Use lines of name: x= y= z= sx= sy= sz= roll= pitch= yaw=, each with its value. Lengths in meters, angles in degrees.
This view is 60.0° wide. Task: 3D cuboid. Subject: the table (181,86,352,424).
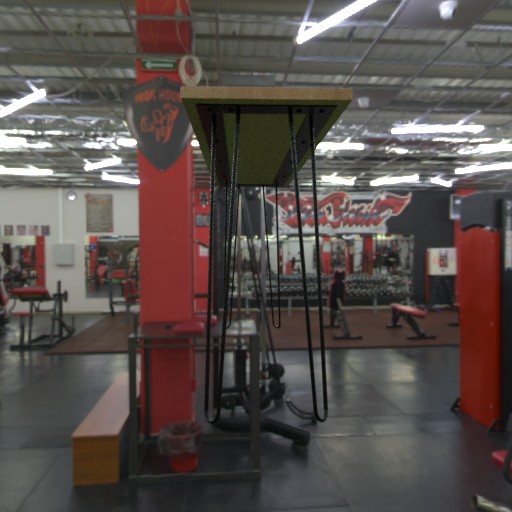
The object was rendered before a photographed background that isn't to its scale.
table: x=0.000 y=0.000 z=1.731 sx=0.399 sy=0.799 sz=1.400 roll=0 pitch=1 yaw=-2
